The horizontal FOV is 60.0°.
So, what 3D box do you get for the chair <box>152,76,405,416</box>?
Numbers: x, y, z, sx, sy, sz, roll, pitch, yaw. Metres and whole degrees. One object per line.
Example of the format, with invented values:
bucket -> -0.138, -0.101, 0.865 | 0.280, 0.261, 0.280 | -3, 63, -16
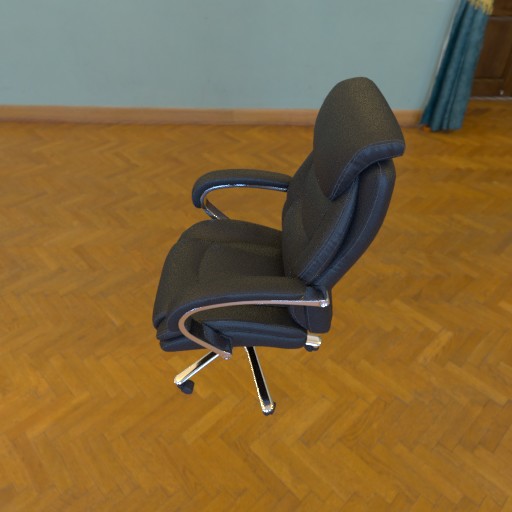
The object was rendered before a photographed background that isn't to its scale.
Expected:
chair -> 0.000, 0.000, 1.670 | 0.790, 1.183, 0.755 | 0, 41, 0
